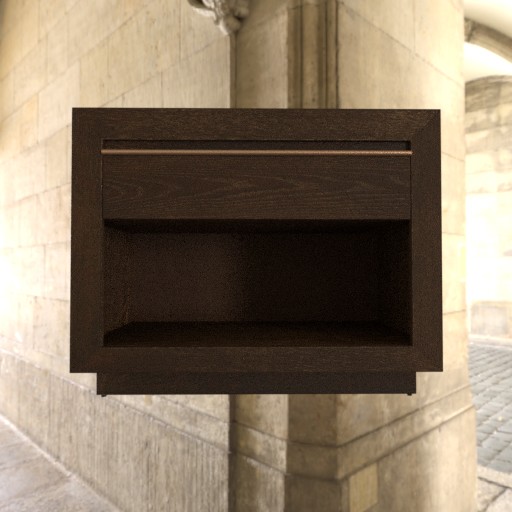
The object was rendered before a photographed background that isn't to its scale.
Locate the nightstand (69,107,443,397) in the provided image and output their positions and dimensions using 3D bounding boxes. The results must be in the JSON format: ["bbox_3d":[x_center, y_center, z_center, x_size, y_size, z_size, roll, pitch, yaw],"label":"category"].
[{"bbox_3d":[0.000,0.000,1.145,0.775,0.612,0.457,0,-1,-1],"label":"nightstand"}]
